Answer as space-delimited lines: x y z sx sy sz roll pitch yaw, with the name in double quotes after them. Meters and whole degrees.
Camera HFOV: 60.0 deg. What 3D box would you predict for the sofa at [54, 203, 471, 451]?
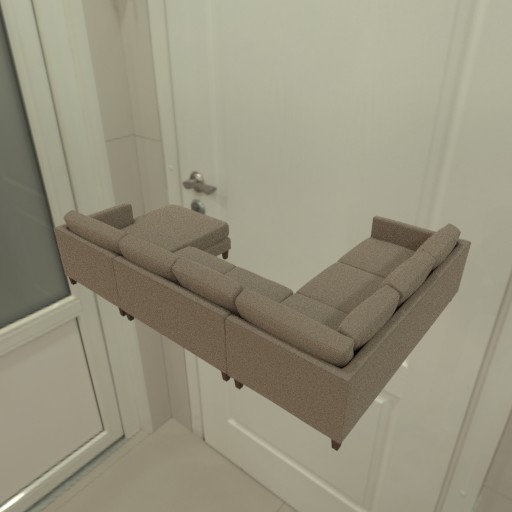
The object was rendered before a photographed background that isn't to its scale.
0.000 0.000 4.547 3.438 0.865 2.424 22 36 34 "sofa"
